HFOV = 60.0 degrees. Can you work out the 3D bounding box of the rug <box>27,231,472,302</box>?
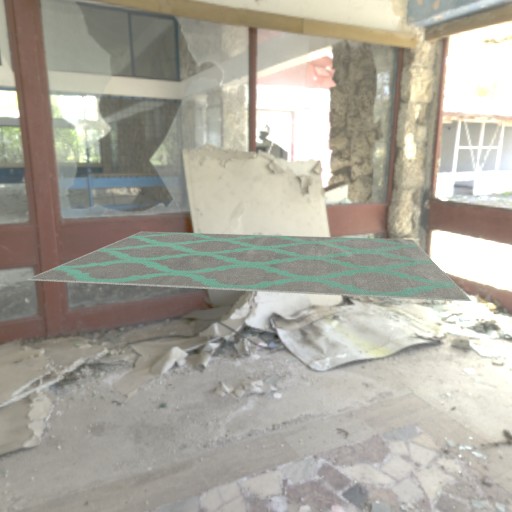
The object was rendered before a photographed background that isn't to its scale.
[{"bbox_3d":[0.000,0.000,2.974,2.286,0.006,1.524,2,13,9],"label":"rug"}]
